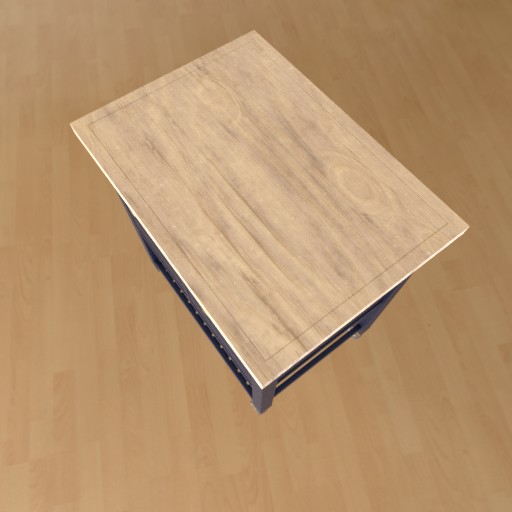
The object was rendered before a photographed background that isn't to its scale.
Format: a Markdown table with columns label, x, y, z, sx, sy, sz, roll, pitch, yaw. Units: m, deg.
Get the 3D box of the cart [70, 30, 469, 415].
| label | x | y | z | sx | sy | sz | roll | pitch | yaw |
| --- | --- | --- | --- | --- | --- | --- | --- | --- | --- |
| cart | 0.000 | 0.000 | 1.444 | 0.567 | 0.920 | 0.797 | -34 | 69 | -15 |
